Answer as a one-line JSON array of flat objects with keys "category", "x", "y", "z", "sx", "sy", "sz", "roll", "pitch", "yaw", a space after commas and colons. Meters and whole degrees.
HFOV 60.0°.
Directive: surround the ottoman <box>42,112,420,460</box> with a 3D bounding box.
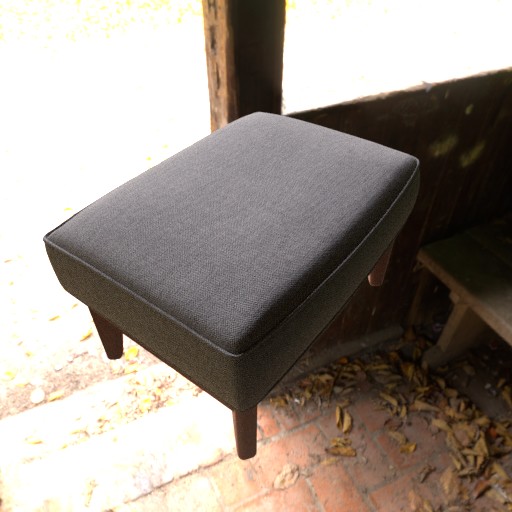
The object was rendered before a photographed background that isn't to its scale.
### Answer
[{"category": "ottoman", "x": 0.000, "y": 0.000, "z": 1.096, "sx": 0.555, "sy": 0.458, "sz": 0.750, "roll": 26, "pitch": 48, "yaw": 26}]
